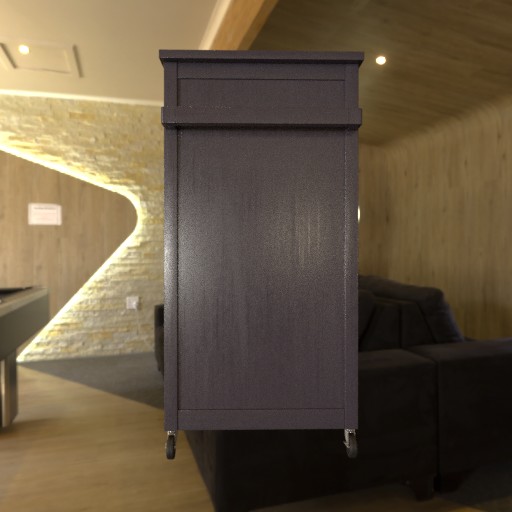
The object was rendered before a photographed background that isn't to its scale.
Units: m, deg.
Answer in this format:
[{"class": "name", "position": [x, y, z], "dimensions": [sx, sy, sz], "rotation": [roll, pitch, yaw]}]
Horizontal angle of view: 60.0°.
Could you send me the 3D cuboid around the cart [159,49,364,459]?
[{"class": "cart", "position": [0.000, 0.000, 1.260], "dimensions": [0.449, 0.878, 0.690], "rotation": [0, 0, -1]}]
